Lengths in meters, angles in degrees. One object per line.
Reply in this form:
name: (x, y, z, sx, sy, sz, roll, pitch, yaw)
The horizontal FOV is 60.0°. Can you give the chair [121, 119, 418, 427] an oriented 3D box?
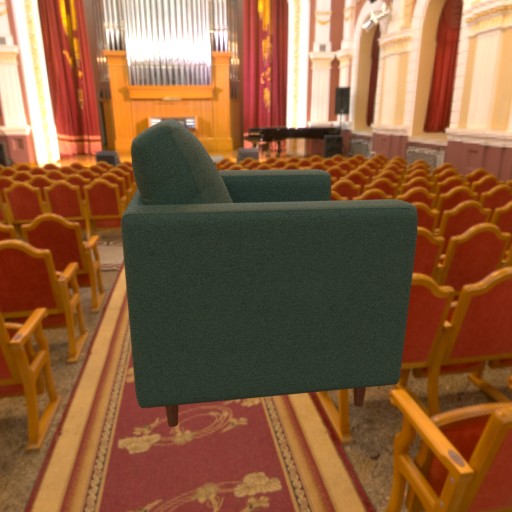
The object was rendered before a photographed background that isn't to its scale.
chair: (0.000, 0.000, 1.568, 0.800, 0.927, 0.855, -3, 18, -9)
